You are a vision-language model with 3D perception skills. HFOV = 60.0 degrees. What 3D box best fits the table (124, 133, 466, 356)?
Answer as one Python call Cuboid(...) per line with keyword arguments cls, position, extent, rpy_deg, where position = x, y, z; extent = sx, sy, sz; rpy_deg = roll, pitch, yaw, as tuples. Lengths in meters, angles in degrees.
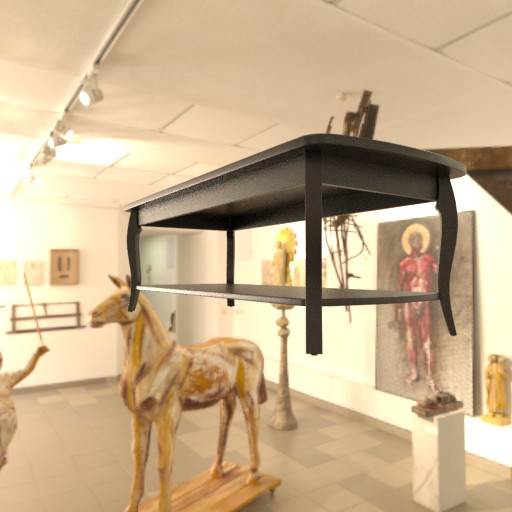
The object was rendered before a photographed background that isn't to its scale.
Cuboid(cls="table", position=(0.000, 0.000, 1.561), extent=(0.571, 0.457, 1.333), rpy_deg=(1, -2, -34))
